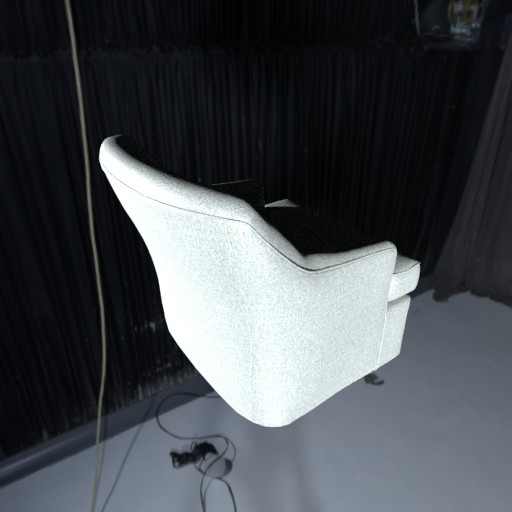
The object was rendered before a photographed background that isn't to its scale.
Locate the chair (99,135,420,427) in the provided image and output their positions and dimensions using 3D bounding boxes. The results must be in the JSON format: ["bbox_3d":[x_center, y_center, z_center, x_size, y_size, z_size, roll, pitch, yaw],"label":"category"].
[{"bbox_3d":[0.000,0.000,1.610,0.923,0.856,0.864,-18,33,-30],"label":"chair"}]
